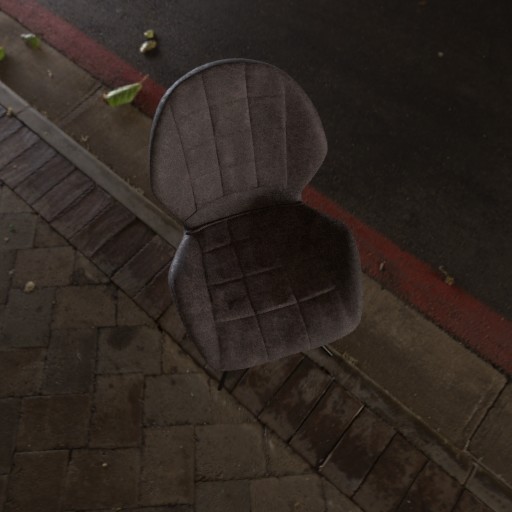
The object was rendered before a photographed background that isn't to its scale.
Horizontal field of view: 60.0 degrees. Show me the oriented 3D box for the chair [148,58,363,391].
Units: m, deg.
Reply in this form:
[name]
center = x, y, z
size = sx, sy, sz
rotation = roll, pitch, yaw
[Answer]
[chair]
center = 0.000, 0.000, 1.346
size = 0.527, 0.934, 0.640
rotation = -15, 64, -7
